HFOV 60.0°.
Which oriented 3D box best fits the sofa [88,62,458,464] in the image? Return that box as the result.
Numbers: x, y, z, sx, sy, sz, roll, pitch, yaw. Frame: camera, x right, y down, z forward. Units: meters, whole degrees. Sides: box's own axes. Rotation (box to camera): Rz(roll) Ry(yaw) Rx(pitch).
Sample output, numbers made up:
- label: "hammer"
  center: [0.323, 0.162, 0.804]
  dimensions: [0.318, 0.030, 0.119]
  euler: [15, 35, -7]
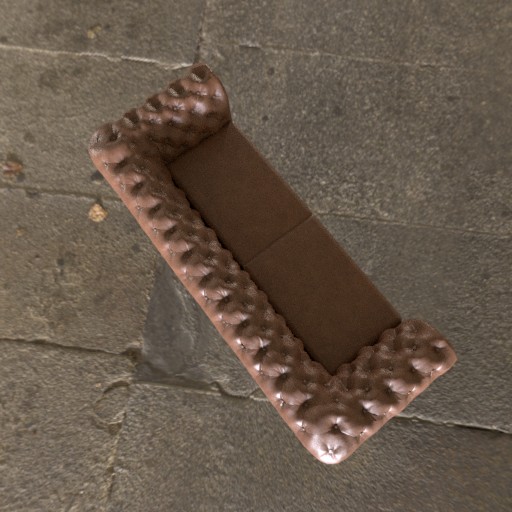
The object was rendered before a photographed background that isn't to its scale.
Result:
- label: "sofa"
  center: [0.000, 0.000, 2.822]
  dimensions: [0.944, 0.783, 2.385]
  euler: [-37, 78, -9]
